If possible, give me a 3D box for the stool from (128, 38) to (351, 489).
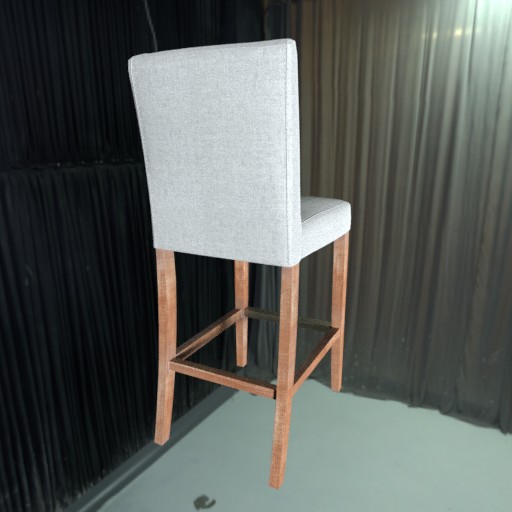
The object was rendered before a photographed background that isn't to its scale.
[{"bbox_3d":[0.000,0.000,1.342,0.439,1.088,0.570,8,17,26],"label":"stool"}]
